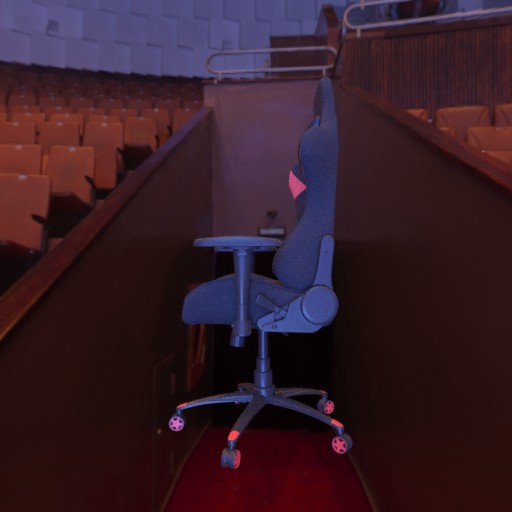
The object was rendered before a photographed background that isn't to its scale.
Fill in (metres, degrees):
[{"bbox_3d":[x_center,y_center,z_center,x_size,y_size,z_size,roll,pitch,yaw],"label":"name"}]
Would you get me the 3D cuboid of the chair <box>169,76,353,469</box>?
[{"bbox_3d":[0.000,0.000,1.703,0.658,1.326,0.695,0,-1,1],"label":"chair"}]
